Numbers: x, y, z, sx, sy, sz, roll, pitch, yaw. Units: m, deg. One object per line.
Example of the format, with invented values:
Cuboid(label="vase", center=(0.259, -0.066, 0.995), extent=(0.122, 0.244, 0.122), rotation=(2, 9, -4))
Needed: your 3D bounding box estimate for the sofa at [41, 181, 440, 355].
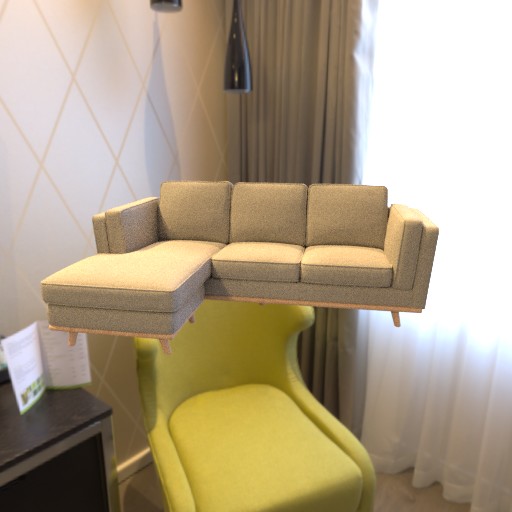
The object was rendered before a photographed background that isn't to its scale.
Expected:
Cuboid(label="sofa", center=(0.000, 0.000, 3.159), extent=(2.411, 0.929, 1.604), rotation=(3, 15, 10))
